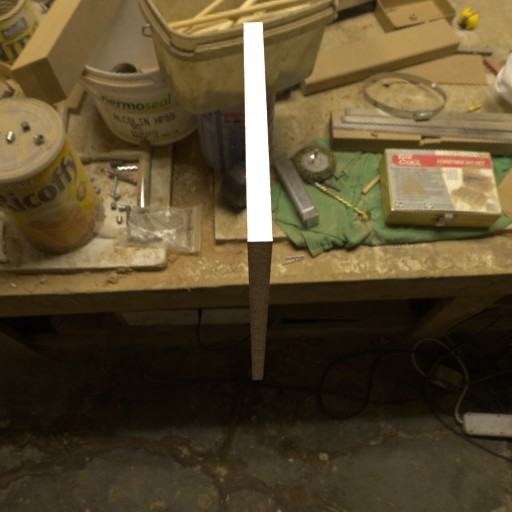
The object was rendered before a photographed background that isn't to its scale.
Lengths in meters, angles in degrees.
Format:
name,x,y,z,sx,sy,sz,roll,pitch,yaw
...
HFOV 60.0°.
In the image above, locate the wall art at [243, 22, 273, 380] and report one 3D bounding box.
name,x,y,z,sx,sy,sz,roll,pitch,yaw
wall art,0.000,0.000,1.673,0.051,1.461,0.648,-1,64,-1
